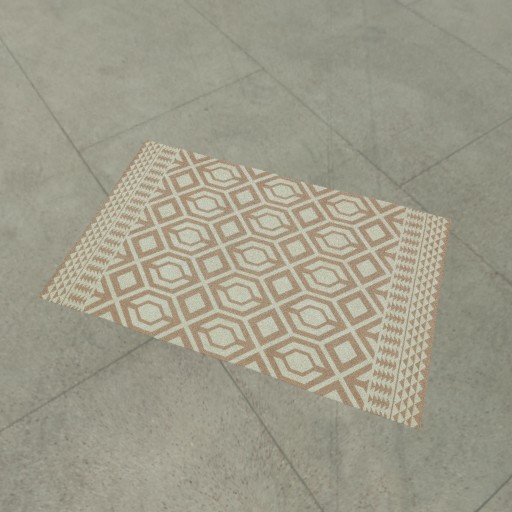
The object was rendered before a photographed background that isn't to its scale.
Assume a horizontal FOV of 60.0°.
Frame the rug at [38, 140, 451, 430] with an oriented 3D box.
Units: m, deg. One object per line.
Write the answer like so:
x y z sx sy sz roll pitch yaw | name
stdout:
0.000 0.000 3.015 2.435 0.011 1.526 17 59 10 | rug
